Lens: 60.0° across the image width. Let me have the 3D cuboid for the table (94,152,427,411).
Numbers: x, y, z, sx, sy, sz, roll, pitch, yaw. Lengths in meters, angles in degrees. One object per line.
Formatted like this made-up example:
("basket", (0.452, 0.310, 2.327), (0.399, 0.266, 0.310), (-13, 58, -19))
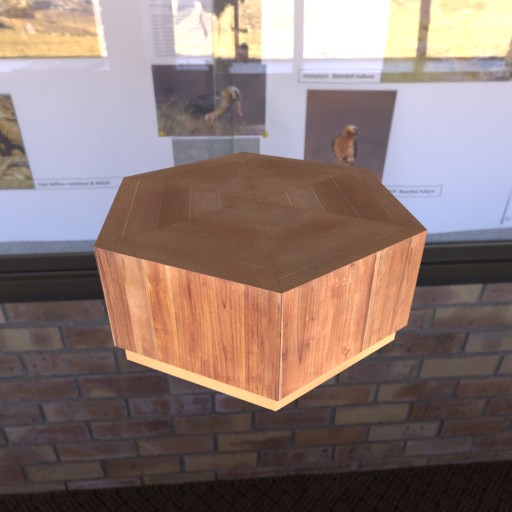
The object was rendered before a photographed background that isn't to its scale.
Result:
("table", (0.000, 0.000, 1.679), (1.154, 0.456, 1.000), (-20, 36, -31))
